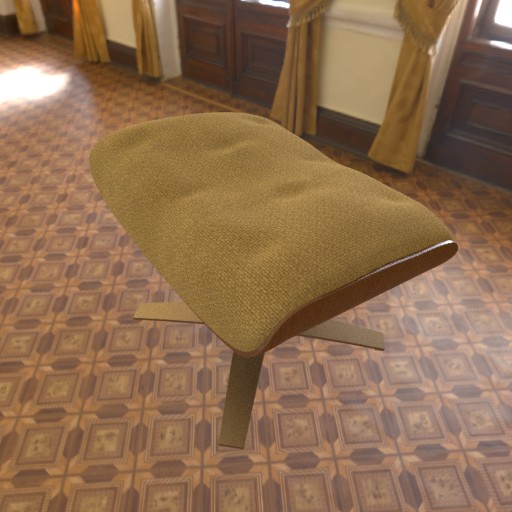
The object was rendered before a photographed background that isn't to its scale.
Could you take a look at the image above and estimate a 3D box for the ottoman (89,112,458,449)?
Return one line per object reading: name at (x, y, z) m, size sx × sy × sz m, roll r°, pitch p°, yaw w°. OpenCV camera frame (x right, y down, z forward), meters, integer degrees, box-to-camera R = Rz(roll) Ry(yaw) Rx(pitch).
ottoman at (0.000, 0.000, 0.792) m, size 0.394 × 0.391 × 0.520 m, roll -25°, pitch 47°, yaw -26°
